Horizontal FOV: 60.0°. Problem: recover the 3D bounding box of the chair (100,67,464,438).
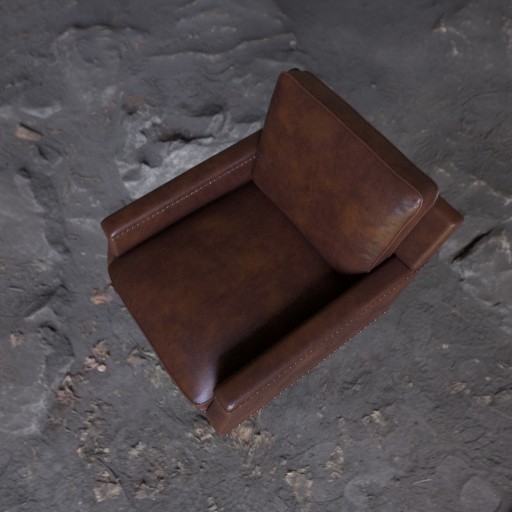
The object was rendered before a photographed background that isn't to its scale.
[{"bbox_3d":[0.000,0.000,1.696,1.014,0.929,0.853,-33,68,-16],"label":"chair"}]
